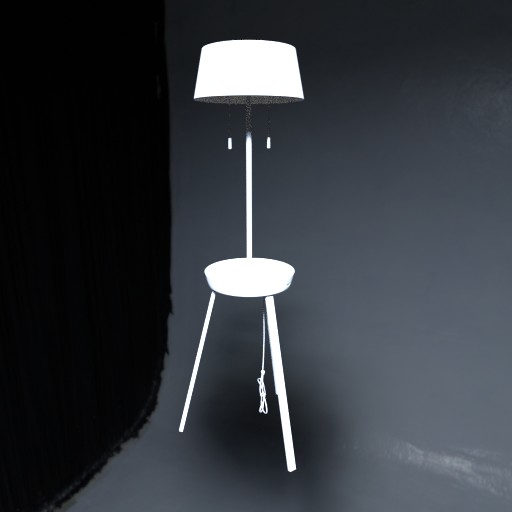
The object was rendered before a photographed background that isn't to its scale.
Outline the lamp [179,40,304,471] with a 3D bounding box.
[{"bbox_3d":[0.000,0.000,1.666,0.508,1.429,0.468,8,17,26],"label":"lamp"}]
